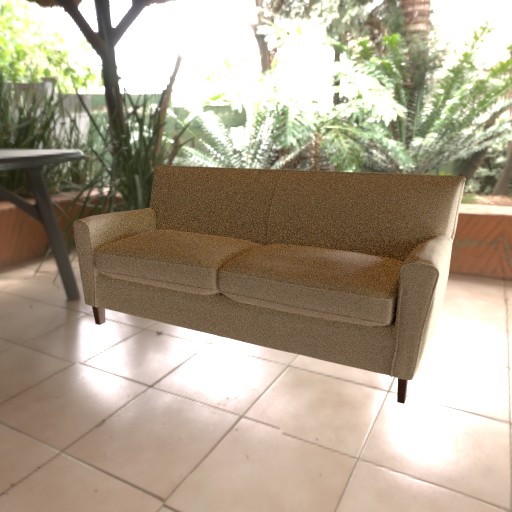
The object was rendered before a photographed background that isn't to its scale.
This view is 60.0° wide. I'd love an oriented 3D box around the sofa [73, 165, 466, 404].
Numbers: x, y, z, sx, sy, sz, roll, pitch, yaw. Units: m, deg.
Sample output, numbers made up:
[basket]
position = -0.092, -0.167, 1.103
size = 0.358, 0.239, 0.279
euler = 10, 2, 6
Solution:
[sofa]
position = 0.000, 0.000, 2.477
size = 2.001, 0.907, 0.841
euler = 8, 17, 26
